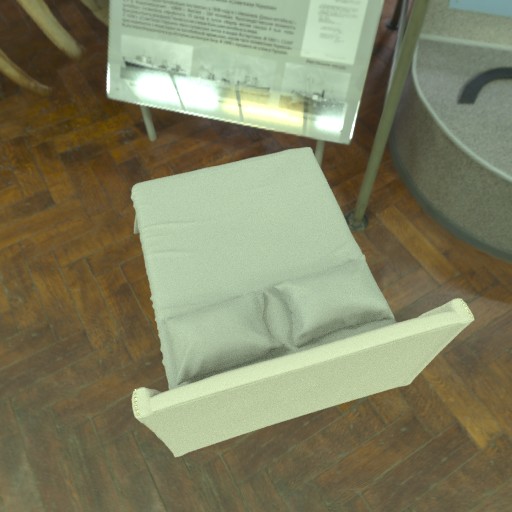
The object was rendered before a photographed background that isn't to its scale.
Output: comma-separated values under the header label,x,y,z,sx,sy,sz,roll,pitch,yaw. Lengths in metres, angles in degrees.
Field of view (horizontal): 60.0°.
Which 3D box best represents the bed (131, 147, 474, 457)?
label,x,y,z,sx,sy,sz,roll,pitch,yaw
bed,0.000,0.000,3.441,1.925,1.332,2.276,-14,59,-8
